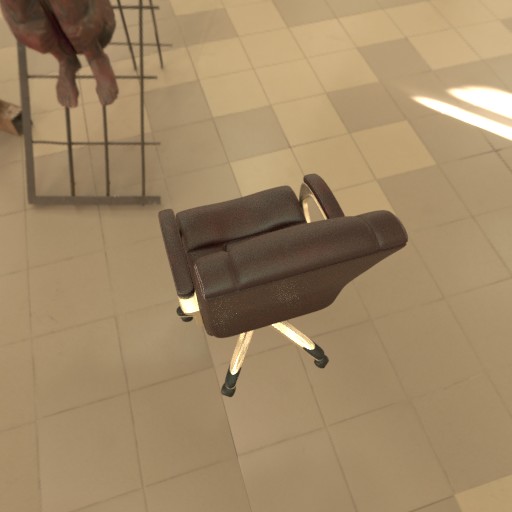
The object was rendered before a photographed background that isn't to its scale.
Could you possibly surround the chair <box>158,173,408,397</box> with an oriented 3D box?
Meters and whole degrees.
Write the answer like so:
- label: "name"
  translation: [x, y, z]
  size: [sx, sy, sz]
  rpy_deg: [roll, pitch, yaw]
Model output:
- label: "chair"
  translation: [0.000, 0.000, 1.524]
  size: [0.662, 1.107, 0.739]
  rpy_deg: [-15, 60, -9]
